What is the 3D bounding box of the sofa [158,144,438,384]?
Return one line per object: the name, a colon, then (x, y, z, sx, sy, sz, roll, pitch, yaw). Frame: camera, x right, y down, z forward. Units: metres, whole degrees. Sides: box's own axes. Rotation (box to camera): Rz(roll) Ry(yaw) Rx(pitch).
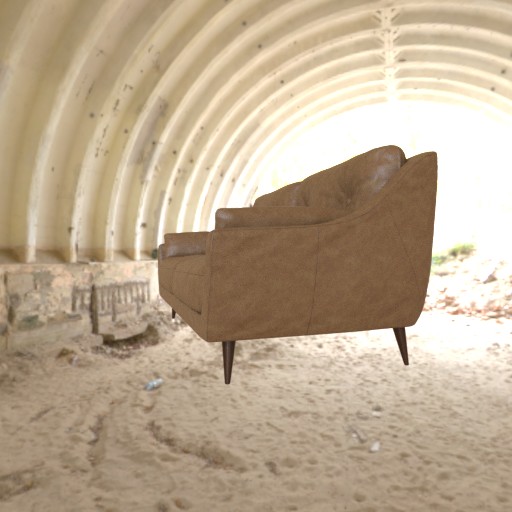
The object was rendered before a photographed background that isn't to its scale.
sofa: (0.000, 0.000, 2.306, 0.904, 0.839, 1.902, 0, 0, -17)
